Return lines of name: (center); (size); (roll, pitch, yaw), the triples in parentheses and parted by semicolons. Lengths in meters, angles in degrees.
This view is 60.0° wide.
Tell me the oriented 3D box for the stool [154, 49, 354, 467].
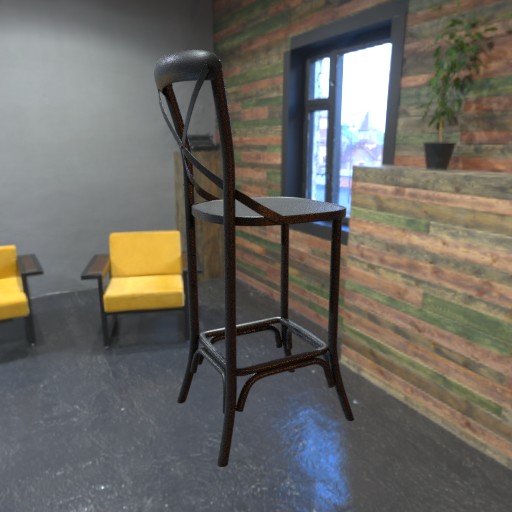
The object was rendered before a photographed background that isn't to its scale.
stool: (0.000, 0.000, 1.464); (0.584, 1.168, 0.457); (-7, 16, -27)
